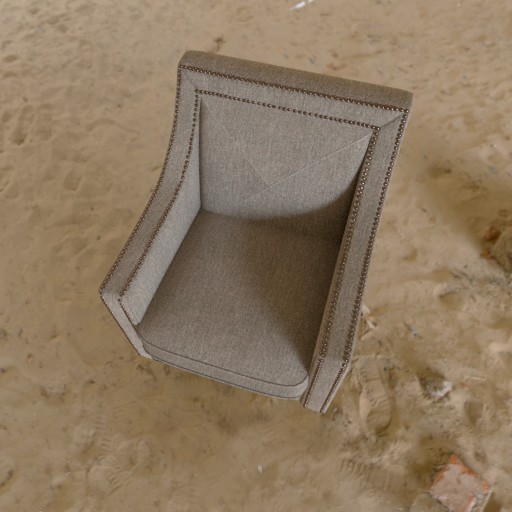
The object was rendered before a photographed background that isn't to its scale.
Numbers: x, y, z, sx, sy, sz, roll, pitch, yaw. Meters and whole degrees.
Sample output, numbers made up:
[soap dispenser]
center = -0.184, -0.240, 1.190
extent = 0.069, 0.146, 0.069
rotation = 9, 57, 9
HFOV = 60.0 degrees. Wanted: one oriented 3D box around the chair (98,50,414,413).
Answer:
[chair]
center = 0.000, 0.000, 1.604
extent = 0.776, 0.967, 0.884
rotation = 15, 58, 9
